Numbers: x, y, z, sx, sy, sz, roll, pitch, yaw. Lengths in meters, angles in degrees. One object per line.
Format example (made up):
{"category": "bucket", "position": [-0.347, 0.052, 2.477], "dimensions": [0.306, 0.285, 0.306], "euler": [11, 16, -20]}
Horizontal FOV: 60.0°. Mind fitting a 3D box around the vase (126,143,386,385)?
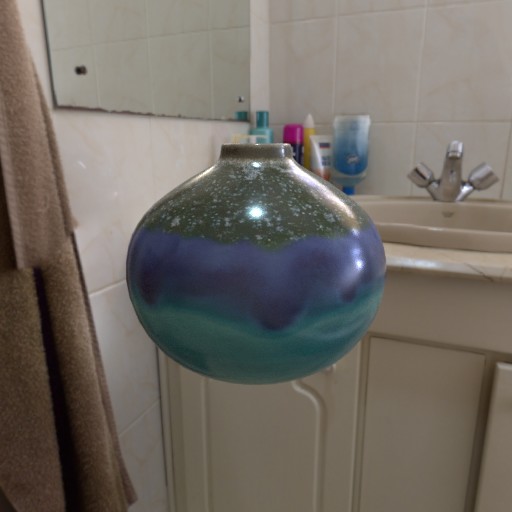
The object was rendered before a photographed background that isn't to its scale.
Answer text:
{"category": "vase", "position": [0.000, 0.000, 0.270], "dimensions": [0.154, 0.133, 0.154], "euler": [0, 14, 0]}
